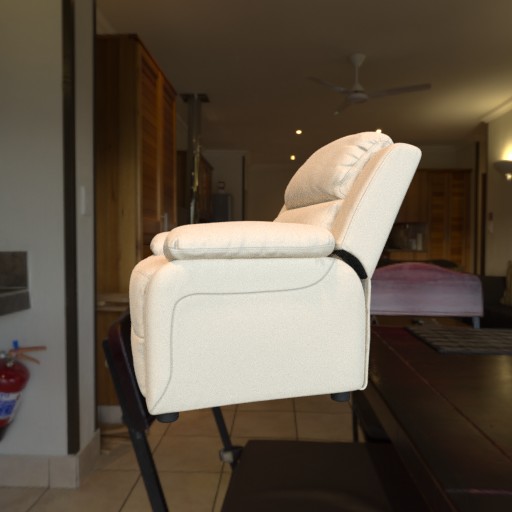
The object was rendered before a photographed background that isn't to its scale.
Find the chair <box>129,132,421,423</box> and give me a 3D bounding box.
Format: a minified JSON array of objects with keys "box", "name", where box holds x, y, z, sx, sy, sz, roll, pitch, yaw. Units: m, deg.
[{"box":[0.000,0.000,1.290,0.709,0.702,0.680,0,1,-16],"name":"chair"}]
